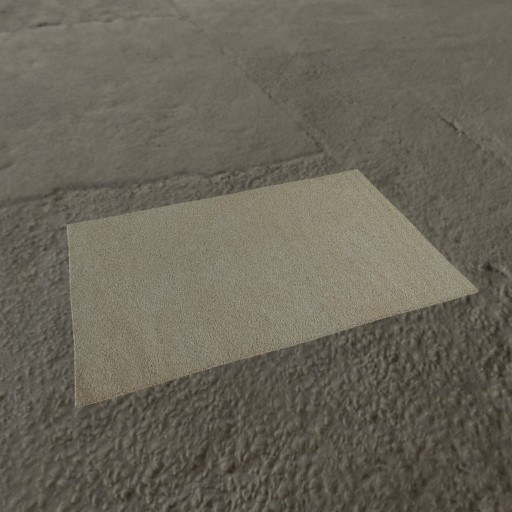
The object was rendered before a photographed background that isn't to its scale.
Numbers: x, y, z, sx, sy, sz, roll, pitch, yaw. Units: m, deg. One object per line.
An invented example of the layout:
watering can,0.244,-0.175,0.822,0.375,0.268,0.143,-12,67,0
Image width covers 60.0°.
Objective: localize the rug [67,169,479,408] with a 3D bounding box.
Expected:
rug,0.000,0.000,2.936,2.346,0.025,1.500,-13,43,-14
